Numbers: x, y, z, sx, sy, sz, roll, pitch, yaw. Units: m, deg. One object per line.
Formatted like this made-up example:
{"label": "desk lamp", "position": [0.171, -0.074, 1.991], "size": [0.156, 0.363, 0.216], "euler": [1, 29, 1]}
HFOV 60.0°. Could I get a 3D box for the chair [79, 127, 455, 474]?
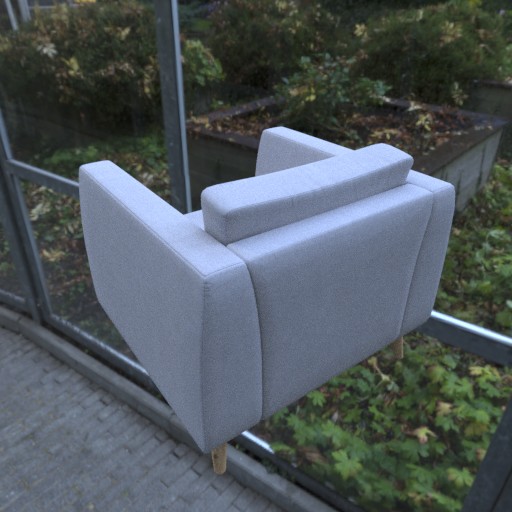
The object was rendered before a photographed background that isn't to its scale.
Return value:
{"label": "chair", "position": [0.000, 0.000, 1.656], "size": [1.000, 0.860, 0.930], "euler": [-20, 36, -30]}
